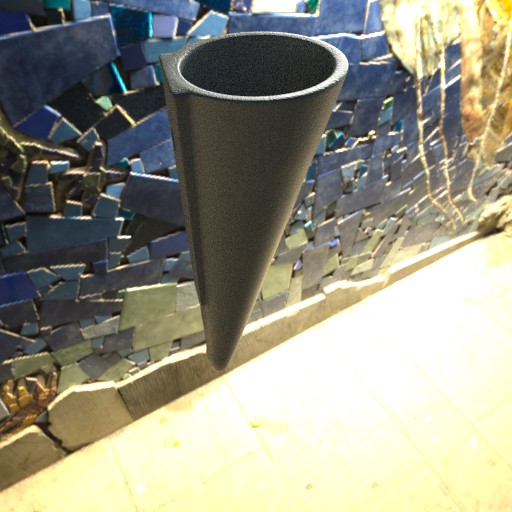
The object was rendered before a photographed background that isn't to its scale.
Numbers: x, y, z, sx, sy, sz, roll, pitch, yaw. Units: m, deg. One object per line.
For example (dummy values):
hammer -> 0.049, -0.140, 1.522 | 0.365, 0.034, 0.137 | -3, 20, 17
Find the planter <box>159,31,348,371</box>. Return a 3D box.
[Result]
planter -> 0.000, 0.000, 0.221 | 0.064, 0.191, 0.057 | -11, 47, -11
